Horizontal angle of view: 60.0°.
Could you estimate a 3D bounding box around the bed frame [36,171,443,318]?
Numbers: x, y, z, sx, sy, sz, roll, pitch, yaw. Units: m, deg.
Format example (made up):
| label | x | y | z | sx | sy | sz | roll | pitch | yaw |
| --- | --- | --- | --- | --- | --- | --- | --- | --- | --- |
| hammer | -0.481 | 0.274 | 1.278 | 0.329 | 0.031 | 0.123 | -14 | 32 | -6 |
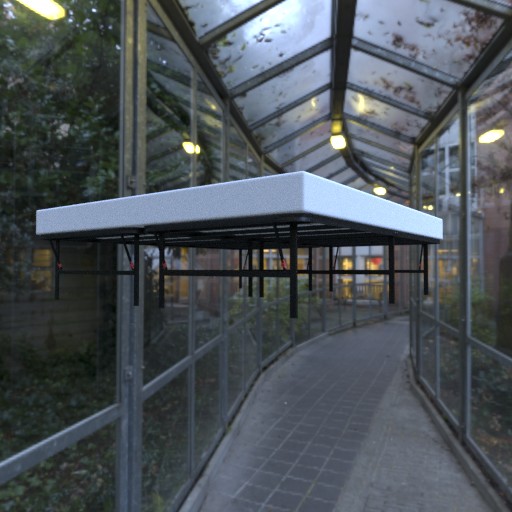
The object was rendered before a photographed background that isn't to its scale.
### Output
| label | x | y | z | sx | sy | sz | roll | pitch | yaw |
| --- | --- | --- | --- | --- | --- | --- | --- | --- | --- |
| bed frame | 0.000 | 0.000 | 3.020 | 1.930 | 0.559 | 2.032 | -1 | -2 | 36 |
